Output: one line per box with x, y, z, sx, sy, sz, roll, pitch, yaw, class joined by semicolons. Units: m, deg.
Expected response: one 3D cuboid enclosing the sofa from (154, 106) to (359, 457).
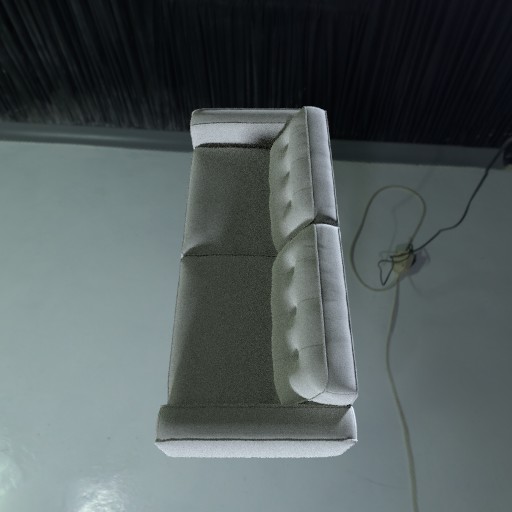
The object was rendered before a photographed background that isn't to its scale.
0.000;0.000;2.754;0.956;0.781;2.270;0;59;0;sofa
